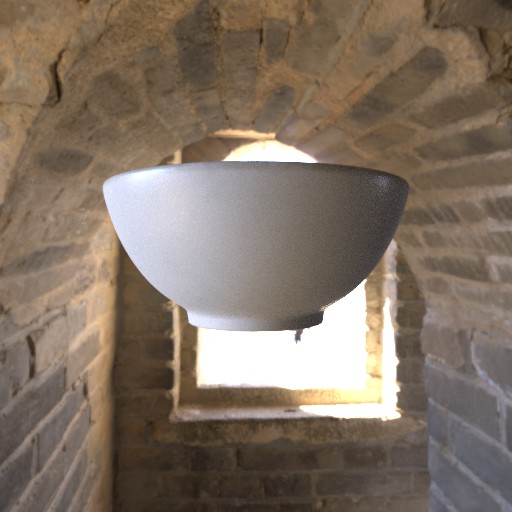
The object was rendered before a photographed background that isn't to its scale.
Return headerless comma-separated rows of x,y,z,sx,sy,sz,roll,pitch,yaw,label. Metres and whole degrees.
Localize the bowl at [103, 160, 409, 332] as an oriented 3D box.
0.000,0.000,0.410,0.268,0.121,0.268,0,0,0,bowl
